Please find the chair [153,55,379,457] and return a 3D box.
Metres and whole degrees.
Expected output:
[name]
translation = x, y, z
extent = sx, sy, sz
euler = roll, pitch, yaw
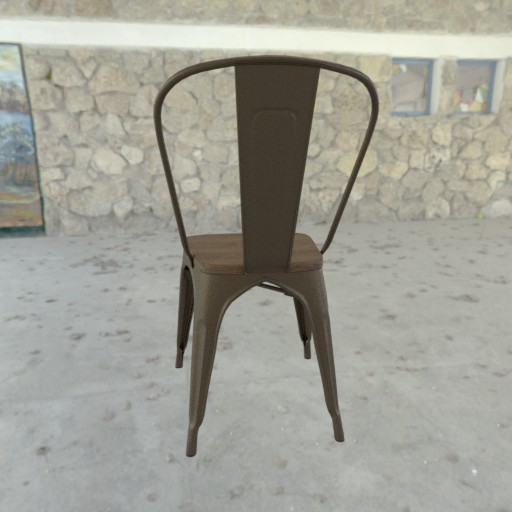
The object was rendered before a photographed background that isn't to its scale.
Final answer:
[chair]
translation = 0.000, 0.000, 1.120
extent = 0.451, 0.844, 0.532
euler = -2, 14, -8
